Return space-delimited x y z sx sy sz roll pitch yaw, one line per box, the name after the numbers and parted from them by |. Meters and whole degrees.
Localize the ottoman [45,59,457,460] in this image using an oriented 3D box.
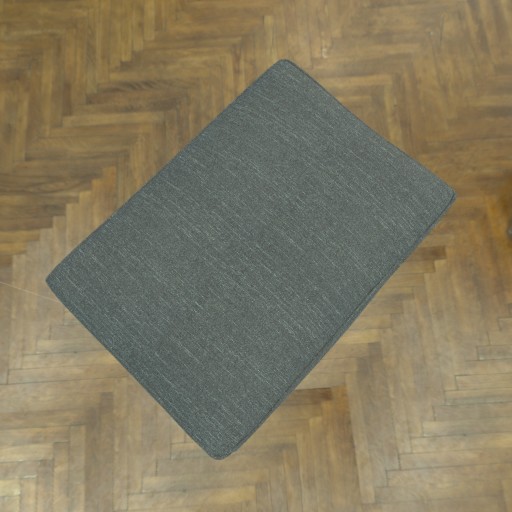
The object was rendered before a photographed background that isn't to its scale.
0.000 0.000 0.979 0.508 0.406 0.686 42 80 10 | ottoman
